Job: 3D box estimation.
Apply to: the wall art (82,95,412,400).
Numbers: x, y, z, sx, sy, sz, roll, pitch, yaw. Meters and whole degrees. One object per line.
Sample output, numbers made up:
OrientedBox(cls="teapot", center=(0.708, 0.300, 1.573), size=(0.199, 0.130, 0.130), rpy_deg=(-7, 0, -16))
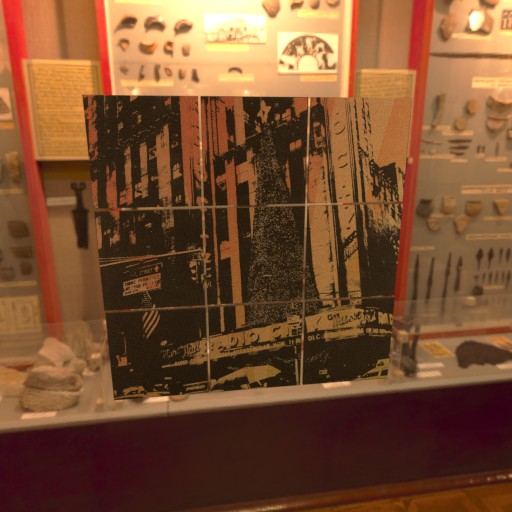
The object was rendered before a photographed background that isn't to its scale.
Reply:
OrientedBox(cls="wall art", center=(0.000, 0.000, 1.353), size=(0.919, 0.917, 0.010), rpy_deg=(-2, 16, -8))
